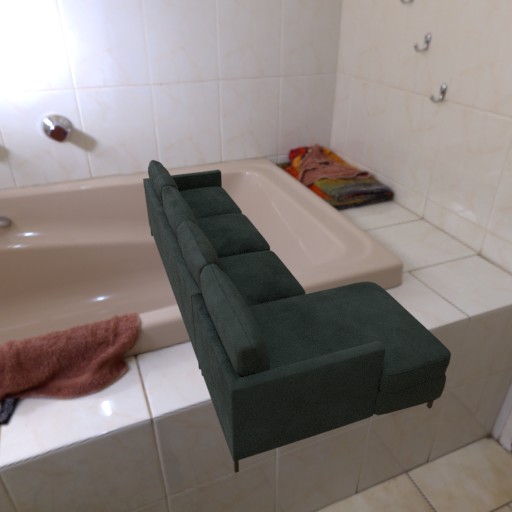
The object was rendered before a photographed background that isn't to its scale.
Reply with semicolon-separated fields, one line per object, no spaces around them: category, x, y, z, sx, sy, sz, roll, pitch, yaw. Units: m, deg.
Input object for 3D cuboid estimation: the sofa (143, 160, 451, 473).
sofa;0.000;0.000;4.013;1.500;0.967;3.400;-11;32;-17
